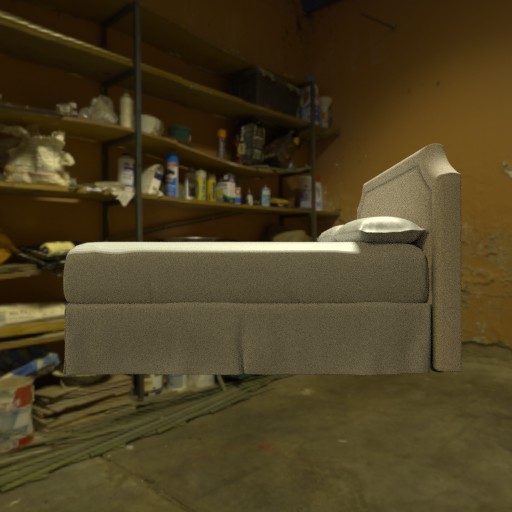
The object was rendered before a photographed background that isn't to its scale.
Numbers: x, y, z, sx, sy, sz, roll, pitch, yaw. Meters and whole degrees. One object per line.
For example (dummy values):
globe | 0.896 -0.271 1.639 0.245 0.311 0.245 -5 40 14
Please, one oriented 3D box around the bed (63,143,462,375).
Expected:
bed | 0.000 0.000 3.209 2.164 1.297 1.828 0 0 -1
